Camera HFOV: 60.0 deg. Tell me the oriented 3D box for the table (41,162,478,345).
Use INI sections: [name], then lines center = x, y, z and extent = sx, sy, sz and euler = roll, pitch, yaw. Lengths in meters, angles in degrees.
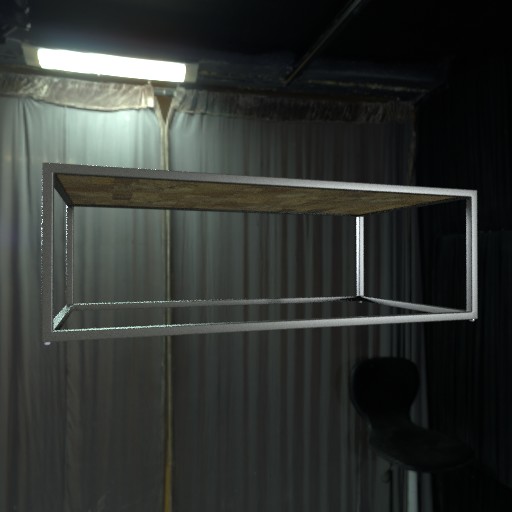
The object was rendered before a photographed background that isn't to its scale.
[table]
center = 0.000, 0.000, 1.459
extent = 1.199, 0.398, 0.649
euler = 0, -1, -19
